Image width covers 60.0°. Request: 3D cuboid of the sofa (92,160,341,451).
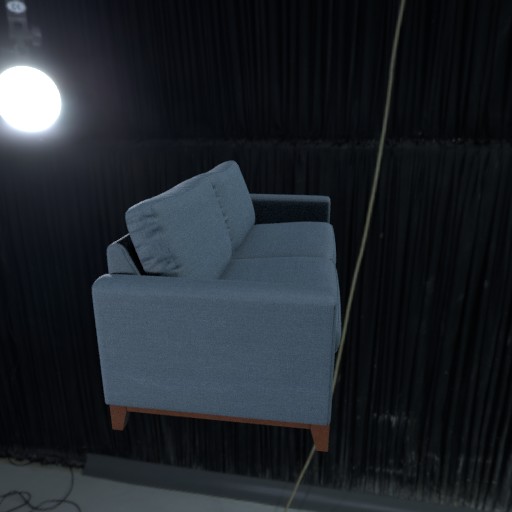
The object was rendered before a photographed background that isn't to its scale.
[{"bbox_3d":[0.000,0.000,2.407,0.877,0.865,1.900,3,18,8],"label":"sofa"}]
